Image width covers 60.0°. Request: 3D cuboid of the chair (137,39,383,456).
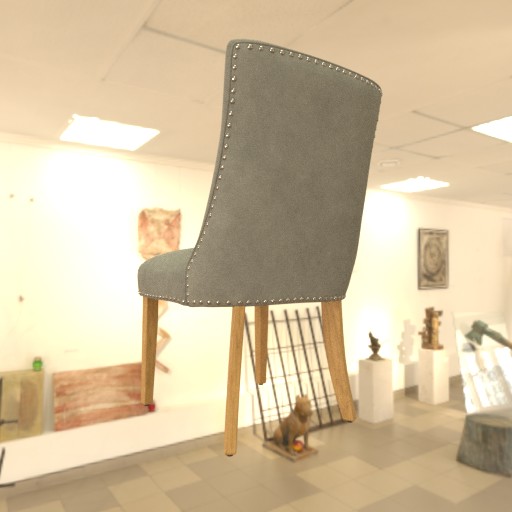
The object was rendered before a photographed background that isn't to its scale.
[{"bbox_3d":[0.000,0.000,1.248,0.495,0.902,0.610,1,-2,-34],"label":"chair"}]
